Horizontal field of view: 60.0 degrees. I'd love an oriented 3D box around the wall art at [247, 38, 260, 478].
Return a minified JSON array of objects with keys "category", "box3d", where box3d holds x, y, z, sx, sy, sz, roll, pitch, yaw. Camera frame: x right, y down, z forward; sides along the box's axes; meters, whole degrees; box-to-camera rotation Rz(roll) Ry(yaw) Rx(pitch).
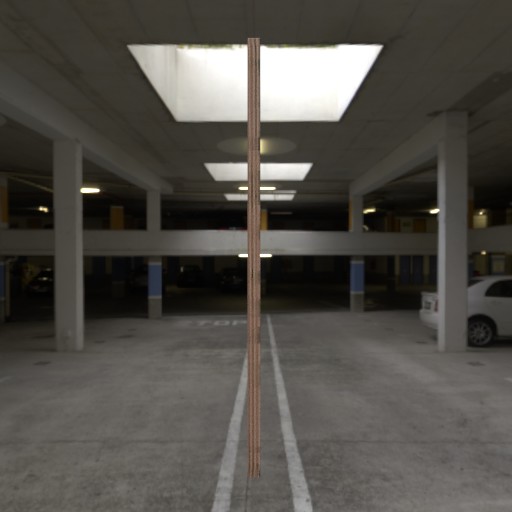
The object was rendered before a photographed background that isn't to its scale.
[{"category":"wall art","box3d":[0.000,0.000,0.665,0.012,0.408,0.508,0,1,0]}]
